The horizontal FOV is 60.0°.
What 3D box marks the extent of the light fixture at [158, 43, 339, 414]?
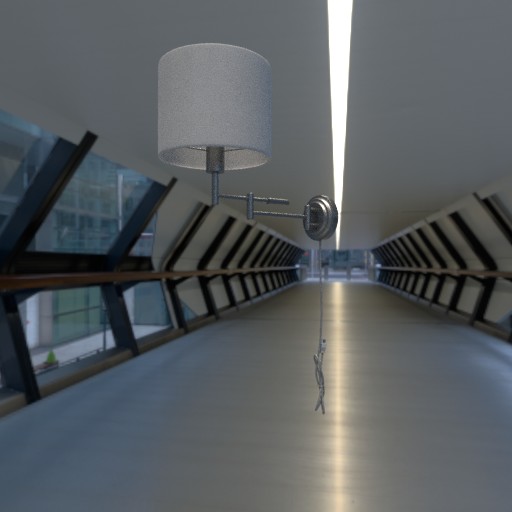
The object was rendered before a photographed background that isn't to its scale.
[{"bbox_3d":[0.000,0.000,1.067,0.479,0.842,0.253,0,0,-35],"label":"light fixture"}]
